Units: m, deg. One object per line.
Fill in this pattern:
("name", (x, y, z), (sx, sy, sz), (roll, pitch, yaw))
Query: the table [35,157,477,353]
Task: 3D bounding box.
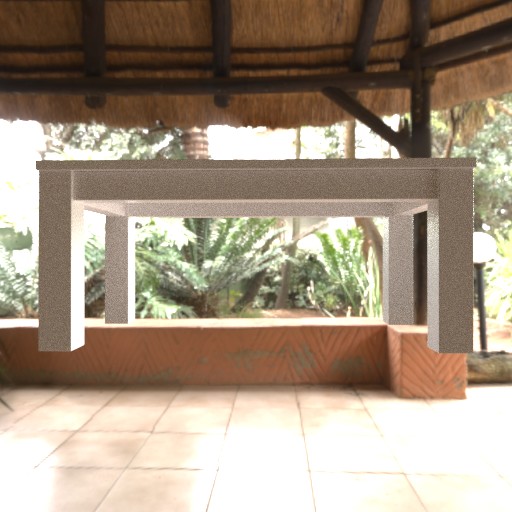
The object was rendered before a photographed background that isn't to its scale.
("table", (0.000, 0.000, 2.253), (1.800, 0.790, 0.900), (0, 0, 2))
